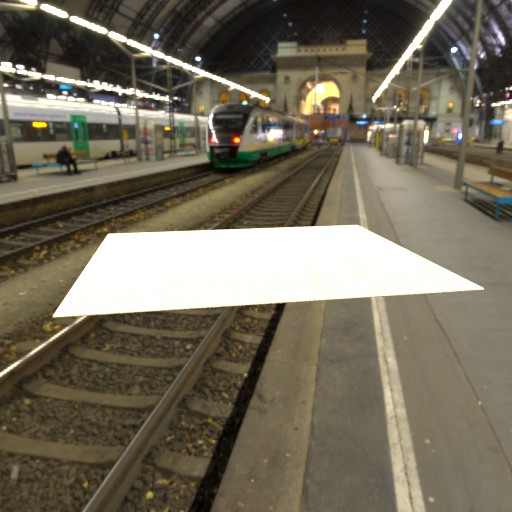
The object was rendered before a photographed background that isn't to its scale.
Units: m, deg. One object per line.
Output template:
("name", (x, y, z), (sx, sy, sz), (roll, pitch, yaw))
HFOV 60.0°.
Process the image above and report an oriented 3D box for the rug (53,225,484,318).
("rug", (0.000, 0.000, 4.223), (3.050, 0.015, 2.441), (-3, 16, -10))
